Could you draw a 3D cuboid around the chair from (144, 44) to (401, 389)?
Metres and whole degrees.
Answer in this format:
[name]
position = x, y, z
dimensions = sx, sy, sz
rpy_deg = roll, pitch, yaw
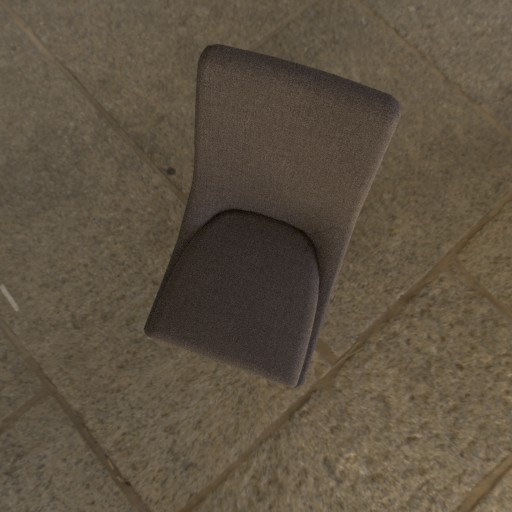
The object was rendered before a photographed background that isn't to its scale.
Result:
[chair]
position = 0.000, 0.000, 1.329
dimensions = 0.508, 0.952, 0.655
rpy_deg = 18, 77, 4
